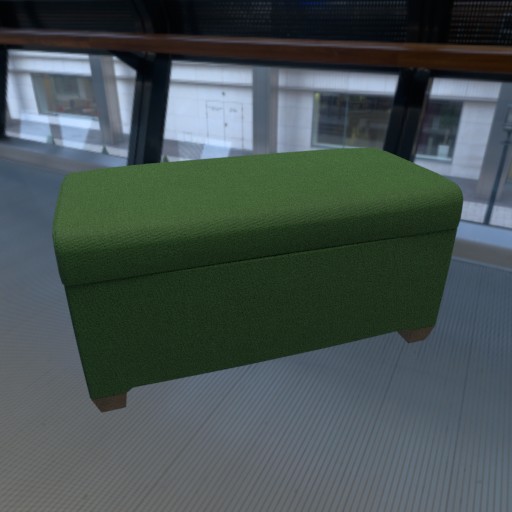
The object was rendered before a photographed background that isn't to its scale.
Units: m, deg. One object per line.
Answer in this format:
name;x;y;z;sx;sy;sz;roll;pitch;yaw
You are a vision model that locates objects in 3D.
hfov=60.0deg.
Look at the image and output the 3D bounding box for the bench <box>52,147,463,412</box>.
bench;0.000;0.000;1.282;0.989;0.501;0.505;-8;28;-16
